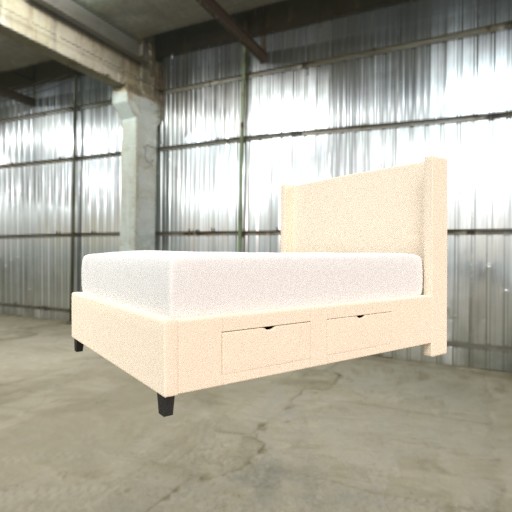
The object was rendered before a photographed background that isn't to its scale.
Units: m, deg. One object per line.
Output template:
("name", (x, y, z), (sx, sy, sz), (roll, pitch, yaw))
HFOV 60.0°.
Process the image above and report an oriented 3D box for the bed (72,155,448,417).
("bed", (0.000, 0.000, 3.384), (2.280, 1.471, 1.765), (0, 1, -35))
